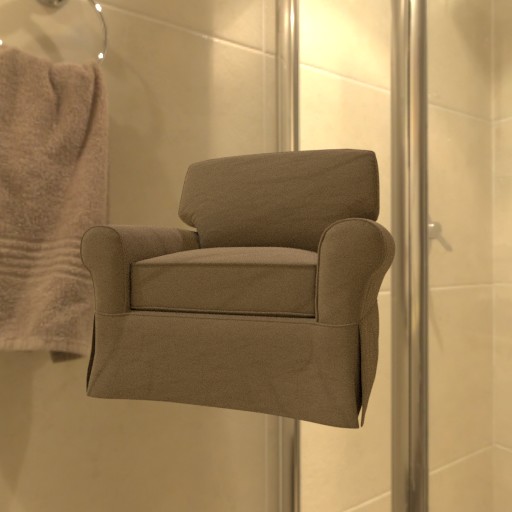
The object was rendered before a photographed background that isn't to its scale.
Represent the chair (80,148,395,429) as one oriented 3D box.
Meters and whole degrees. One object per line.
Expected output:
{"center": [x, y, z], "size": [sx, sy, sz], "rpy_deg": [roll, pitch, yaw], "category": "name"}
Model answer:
{"center": [0.000, 0.000, 1.899], "size": [1.135, 1.017, 0.988], "rpy_deg": [0, 0, 19], "category": "chair"}
